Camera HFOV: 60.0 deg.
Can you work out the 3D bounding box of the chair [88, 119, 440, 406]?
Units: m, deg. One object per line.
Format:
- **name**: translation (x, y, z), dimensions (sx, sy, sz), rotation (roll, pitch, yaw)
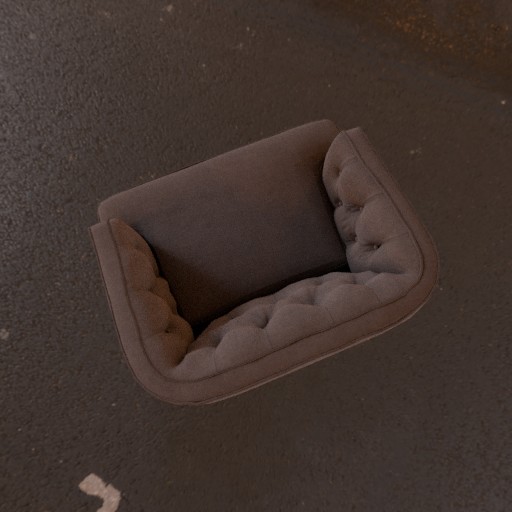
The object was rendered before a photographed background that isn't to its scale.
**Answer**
- **chair**: translation (0.000, 0.000, 1.815), dimensions (1.104, 0.852, 0.941), rotation (-22, 76, -6)
